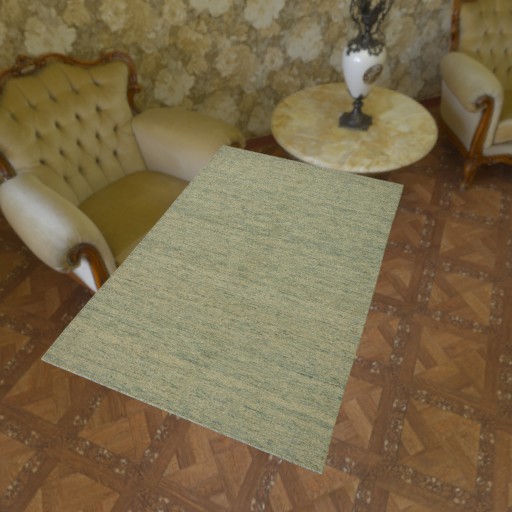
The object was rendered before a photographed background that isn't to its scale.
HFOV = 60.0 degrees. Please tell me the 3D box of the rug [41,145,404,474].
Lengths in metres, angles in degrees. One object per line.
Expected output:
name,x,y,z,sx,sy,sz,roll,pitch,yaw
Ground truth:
rug,0.000,0.000,2.886,1.547,0.013,2.283,16,47,15
